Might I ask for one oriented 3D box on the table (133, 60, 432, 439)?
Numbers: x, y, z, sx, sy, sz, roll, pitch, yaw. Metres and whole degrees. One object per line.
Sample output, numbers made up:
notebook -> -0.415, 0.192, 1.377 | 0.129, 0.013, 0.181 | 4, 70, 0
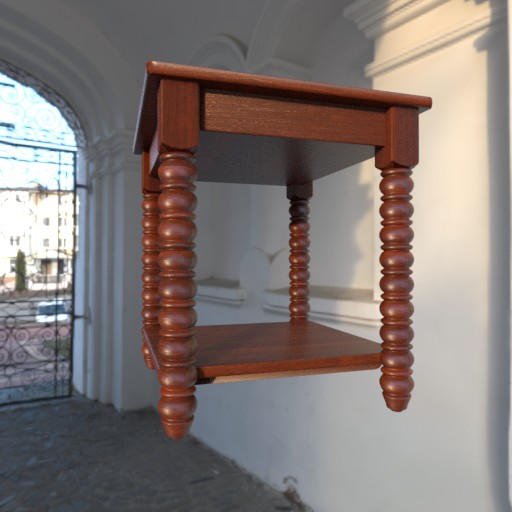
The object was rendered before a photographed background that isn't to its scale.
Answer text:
table -> 0.000, 0.000, 0.967 | 0.500, 0.567, 0.533 | 0, 0, -18
